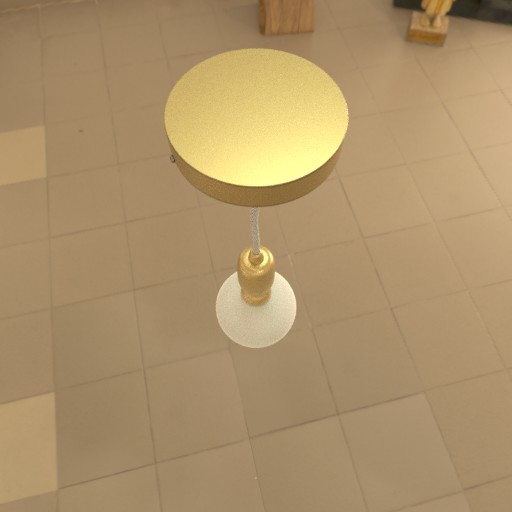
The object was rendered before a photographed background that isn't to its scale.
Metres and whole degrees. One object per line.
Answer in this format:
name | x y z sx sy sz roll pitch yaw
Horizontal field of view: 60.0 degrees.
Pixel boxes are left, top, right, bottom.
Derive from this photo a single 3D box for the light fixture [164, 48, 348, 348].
light fixture | 0.000 0.000 0.574 0.147 0.510 0.146 -13 64 -6
